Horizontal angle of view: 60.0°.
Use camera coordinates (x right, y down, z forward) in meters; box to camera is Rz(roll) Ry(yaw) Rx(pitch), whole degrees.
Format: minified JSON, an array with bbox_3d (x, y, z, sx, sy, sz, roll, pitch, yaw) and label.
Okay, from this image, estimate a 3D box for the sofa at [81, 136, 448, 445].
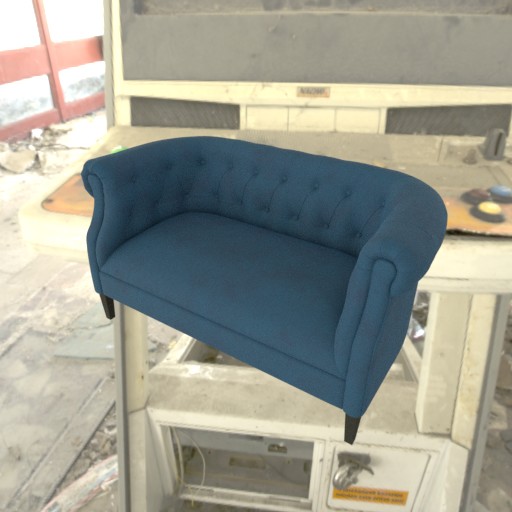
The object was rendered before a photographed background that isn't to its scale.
[{"bbox_3d":[0.000,0.000,2.053,1.558,0.827,0.835,19,35,29],"label":"sofa"}]
